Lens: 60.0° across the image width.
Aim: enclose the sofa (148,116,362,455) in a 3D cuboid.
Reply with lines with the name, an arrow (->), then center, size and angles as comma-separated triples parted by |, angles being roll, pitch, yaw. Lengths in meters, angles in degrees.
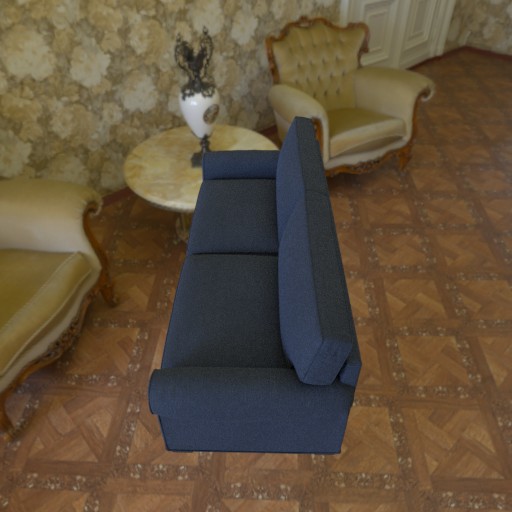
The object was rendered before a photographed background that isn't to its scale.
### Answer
sofa -> 0.000, 0.000, 2.907 | 0.954, 1.026, 2.391 | 1, 40, 1
